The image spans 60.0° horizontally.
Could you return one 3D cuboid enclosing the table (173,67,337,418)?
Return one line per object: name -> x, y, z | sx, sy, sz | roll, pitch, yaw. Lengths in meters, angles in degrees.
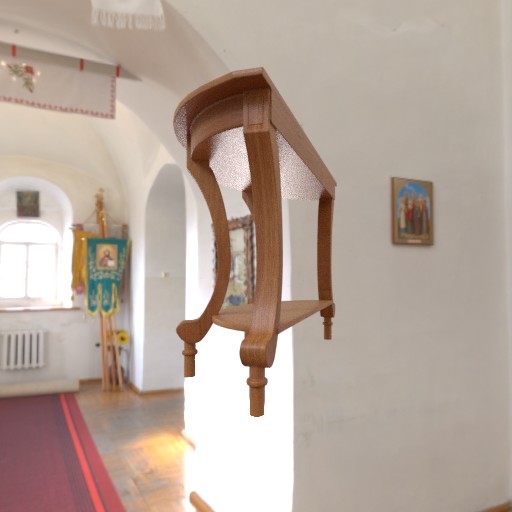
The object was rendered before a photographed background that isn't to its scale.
table -> 0.000, 0.000, 1.473 | 0.394, 0.692, 1.198 | -1, -2, 17
